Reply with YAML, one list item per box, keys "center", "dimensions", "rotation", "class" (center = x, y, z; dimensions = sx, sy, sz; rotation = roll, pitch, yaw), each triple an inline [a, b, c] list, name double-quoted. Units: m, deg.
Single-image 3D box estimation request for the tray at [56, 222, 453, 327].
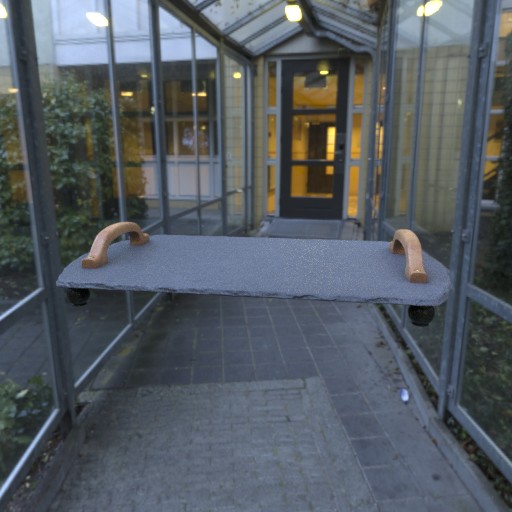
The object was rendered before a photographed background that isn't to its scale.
- center: [0.000, 0.000, 0.475]
  dimensions: [0.387, 0.062, 0.231]
  rotation: [2, 14, 9]
  class: "tray"
